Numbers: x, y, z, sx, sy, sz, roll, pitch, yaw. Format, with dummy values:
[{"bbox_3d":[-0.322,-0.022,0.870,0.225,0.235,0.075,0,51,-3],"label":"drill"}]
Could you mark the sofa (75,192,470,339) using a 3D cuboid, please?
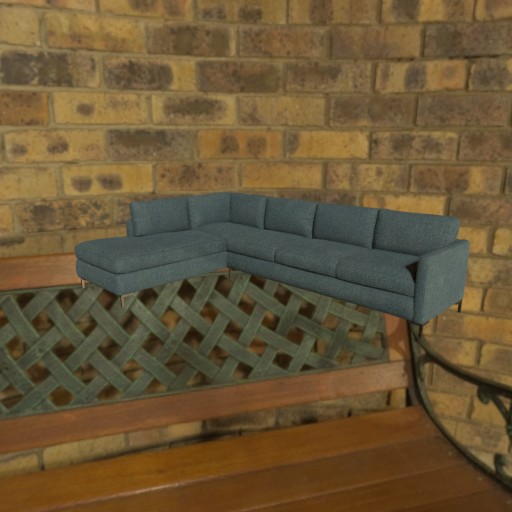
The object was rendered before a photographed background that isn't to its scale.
[{"bbox_3d":[0.000,0.000,3.905,2.949,0.815,2.007,14,20,43],"label":"sofa"}]
